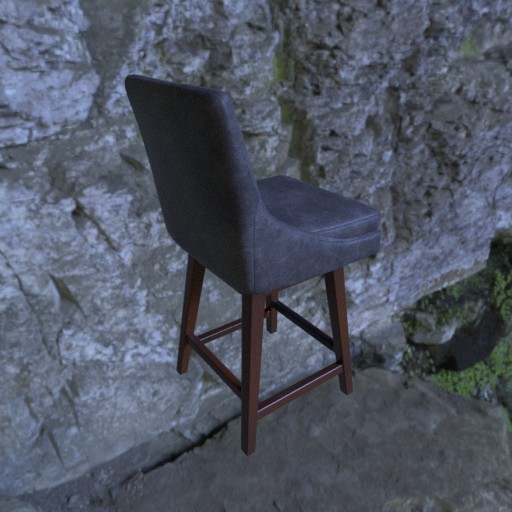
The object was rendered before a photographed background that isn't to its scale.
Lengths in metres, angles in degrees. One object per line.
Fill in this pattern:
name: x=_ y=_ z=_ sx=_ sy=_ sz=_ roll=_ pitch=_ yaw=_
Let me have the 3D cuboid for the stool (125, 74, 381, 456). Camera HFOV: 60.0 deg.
stool: x=0.000 y=0.000 z=1.373 sx=0.587 sy=1.046 sz=0.492 roll=-18 pitch=32 yaw=-31
